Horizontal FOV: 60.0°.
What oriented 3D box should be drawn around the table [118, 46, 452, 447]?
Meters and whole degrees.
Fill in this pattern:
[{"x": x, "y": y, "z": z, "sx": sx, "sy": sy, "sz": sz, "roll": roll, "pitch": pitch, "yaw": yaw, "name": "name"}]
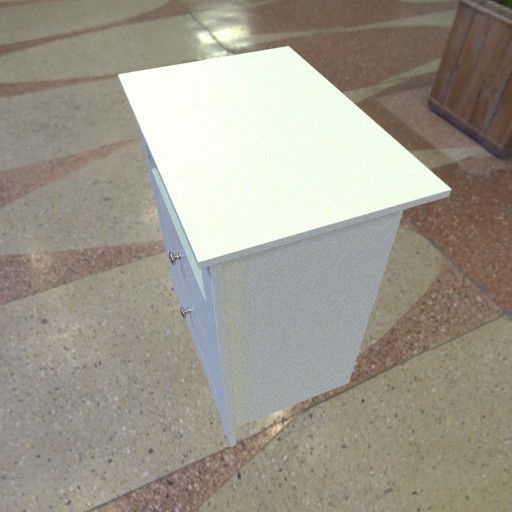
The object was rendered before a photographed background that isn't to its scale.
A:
[{"x": 0.000, "y": 0.000, "z": 1.070, "sx": 0.406, "sy": 0.711, "sz": 0.589, "roll": -16, "pitch": 49, "yaw": -15, "name": "table"}]
